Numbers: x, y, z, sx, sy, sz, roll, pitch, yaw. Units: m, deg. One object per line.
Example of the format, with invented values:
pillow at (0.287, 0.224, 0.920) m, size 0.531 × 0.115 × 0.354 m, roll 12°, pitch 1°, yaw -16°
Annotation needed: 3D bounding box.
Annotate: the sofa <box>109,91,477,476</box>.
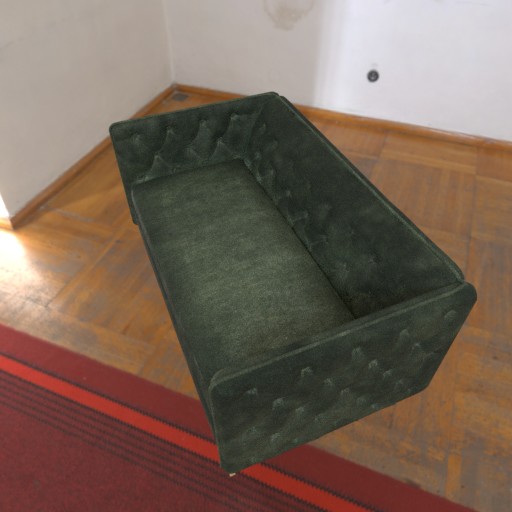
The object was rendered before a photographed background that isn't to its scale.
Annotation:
sofa at (0.000, 0.000, 1.995) m, size 0.895 × 0.768 × 1.537 m, roll -17°, pitch 48°, yaw -16°
